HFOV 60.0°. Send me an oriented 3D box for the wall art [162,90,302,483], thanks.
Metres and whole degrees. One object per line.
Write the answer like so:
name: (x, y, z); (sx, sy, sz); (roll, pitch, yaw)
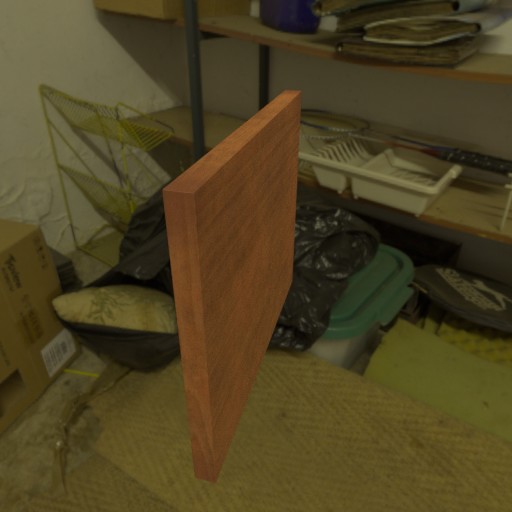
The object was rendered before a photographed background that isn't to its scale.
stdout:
wall art: (0.000, 0.000, 0.774); (0.033, 0.457, 0.558); (8, 31, 13)
